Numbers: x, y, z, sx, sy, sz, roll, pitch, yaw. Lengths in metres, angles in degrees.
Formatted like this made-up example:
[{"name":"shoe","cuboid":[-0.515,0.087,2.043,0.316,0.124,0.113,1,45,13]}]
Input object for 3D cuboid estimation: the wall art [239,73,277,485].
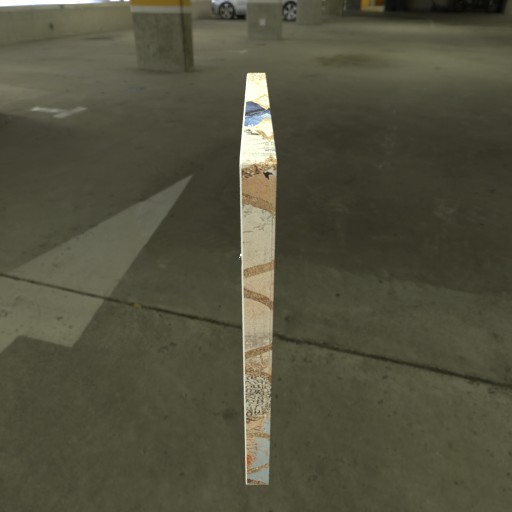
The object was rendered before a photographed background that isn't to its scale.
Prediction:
[{"name":"wall art","cuboid":[0.000,0.000,0.754,0.038,0.508,0.507,0,31,0]}]
